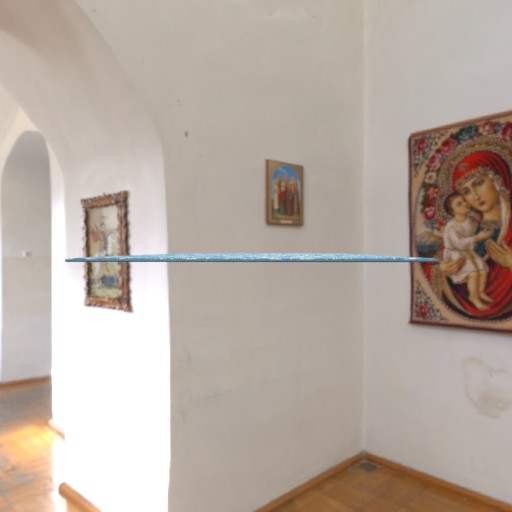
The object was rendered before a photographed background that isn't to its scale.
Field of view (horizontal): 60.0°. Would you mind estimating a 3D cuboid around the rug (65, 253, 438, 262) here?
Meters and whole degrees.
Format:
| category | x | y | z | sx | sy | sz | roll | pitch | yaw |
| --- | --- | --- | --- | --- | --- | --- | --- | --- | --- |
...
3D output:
| category | x | y | z | sx | sy | sz | roll | pitch | yaw |
| --- | --- | --- | --- | --- | --- | --- | --- | --- | --- |
| rug | 0.000 | 0.000 | 3.520 | 1.816 | 0.018 | 2.746 | 0 | 1 | 1 |
